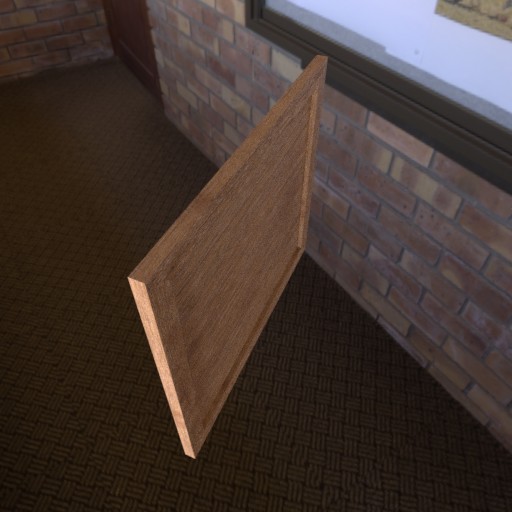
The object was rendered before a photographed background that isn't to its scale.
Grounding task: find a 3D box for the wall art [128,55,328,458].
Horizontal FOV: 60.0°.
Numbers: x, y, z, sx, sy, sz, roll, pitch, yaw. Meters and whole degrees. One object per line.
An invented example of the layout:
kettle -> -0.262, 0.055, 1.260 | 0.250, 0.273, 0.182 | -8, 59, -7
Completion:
wall art -> 0.000, 0.000, 0.952 | 0.026, 0.588, 0.690 | 18, 50, 16
